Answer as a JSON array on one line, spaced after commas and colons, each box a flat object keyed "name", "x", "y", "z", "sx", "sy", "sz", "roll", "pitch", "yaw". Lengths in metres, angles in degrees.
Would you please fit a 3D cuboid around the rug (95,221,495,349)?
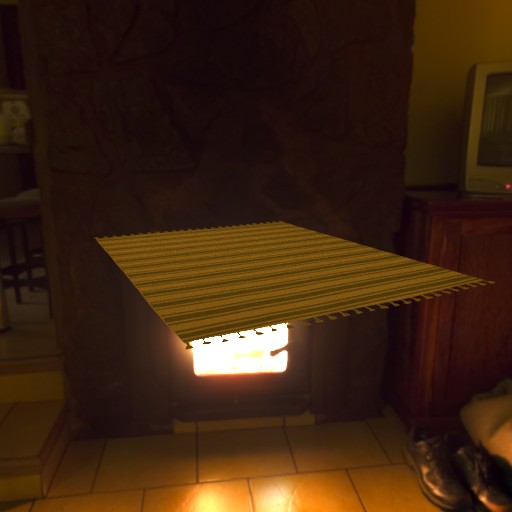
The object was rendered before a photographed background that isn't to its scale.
[{"name": "rug", "x": 0.000, "y": 0.000, "z": 4.134, "sx": 2.439, "sy": 0.005, "sz": 3.201, "roll": -7, "pitch": 16, "yaw": -27}]
